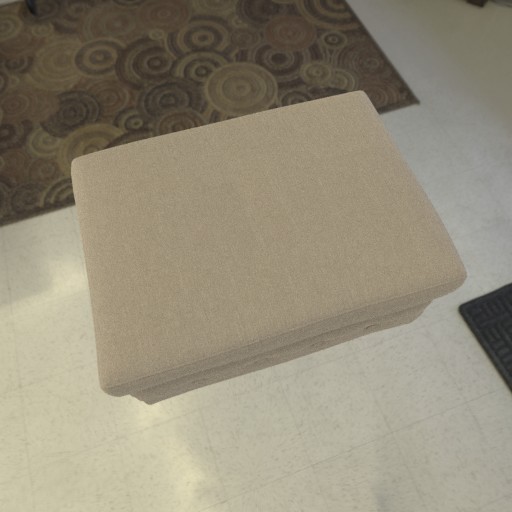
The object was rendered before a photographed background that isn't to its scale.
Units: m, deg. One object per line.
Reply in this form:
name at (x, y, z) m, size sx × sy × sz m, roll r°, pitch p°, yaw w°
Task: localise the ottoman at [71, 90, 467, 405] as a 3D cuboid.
ottoman at (0.000, 0.000, 1.152) m, size 0.771 × 0.500 × 0.569 m, roll -15°, pitch 64°, yaw -8°
